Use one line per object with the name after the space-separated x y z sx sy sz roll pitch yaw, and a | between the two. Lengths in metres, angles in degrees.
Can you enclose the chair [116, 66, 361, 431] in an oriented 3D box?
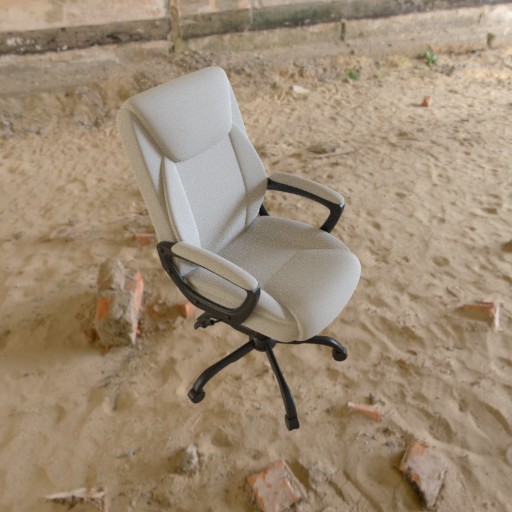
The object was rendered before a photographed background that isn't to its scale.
0.000 0.000 1.499 0.669 1.065 0.663 24 46 26 | chair
